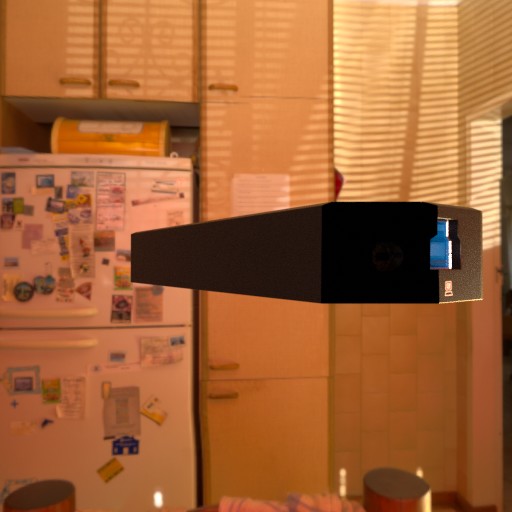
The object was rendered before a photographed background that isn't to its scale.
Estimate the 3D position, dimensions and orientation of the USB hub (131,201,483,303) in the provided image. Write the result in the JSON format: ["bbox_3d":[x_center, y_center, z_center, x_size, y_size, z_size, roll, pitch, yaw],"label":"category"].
[{"bbox_3d":[0.000,0.000,0.160,0.044,0.023,0.145,1,-1,-35],"label":"USB hub"}]
